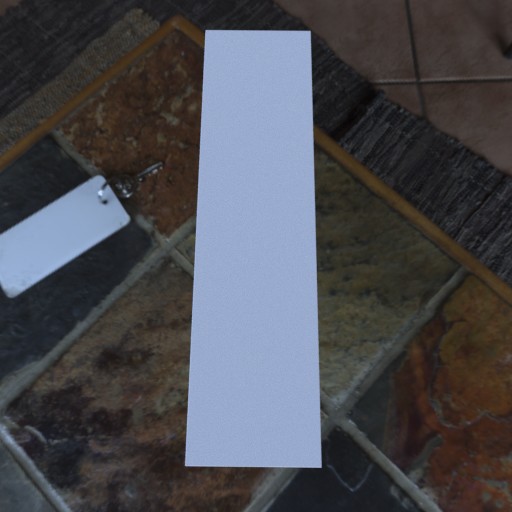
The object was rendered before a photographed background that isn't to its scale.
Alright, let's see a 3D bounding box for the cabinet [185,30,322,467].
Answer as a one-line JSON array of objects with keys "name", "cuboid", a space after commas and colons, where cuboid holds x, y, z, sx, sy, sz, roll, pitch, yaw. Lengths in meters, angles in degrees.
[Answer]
[{"name": "cabinet", "cuboid": [0.000, 0.000, 1.853, 0.380, 0.900, 1.450, 1, 75, 0]}]
